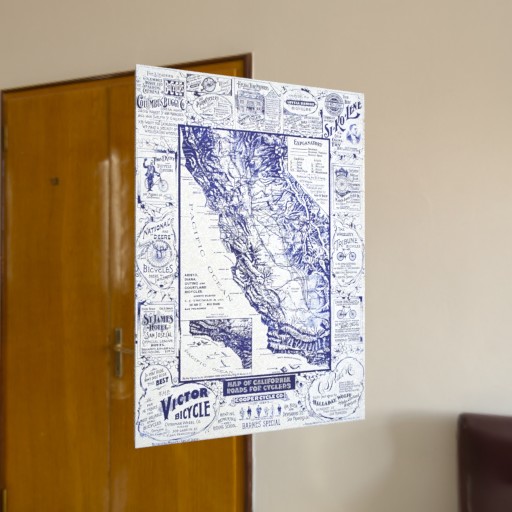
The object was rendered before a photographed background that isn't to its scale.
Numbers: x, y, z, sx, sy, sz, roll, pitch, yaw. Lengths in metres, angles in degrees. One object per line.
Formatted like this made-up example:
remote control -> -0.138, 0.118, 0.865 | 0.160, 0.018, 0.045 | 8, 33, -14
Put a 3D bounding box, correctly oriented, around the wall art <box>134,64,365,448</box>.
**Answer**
wall art -> 0.000, 0.000, 0.773 | 0.408, 0.601, 0.040 | 0, 0, -18
